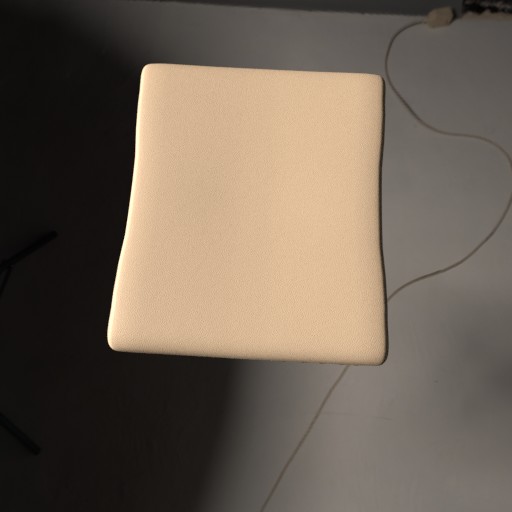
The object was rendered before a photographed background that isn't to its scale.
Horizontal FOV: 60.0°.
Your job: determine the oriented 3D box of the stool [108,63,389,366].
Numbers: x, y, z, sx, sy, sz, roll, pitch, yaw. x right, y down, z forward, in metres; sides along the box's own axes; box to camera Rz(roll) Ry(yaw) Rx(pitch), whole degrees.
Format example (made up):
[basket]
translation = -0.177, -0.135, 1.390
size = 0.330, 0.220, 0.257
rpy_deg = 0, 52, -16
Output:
[stool]
translation = 0.000, 0.000, 1.030
size = 0.401, 0.762, 0.471
rpy_deg = 3, 77, 1
